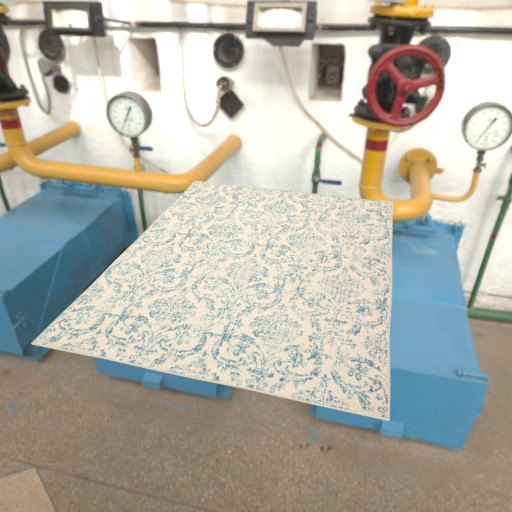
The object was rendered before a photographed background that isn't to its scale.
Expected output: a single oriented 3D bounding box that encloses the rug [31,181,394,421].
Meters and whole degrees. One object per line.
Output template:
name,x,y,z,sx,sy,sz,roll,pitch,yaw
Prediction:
rug,0.000,0.000,3.969,2.363,0.012,2.980,8,33,13
